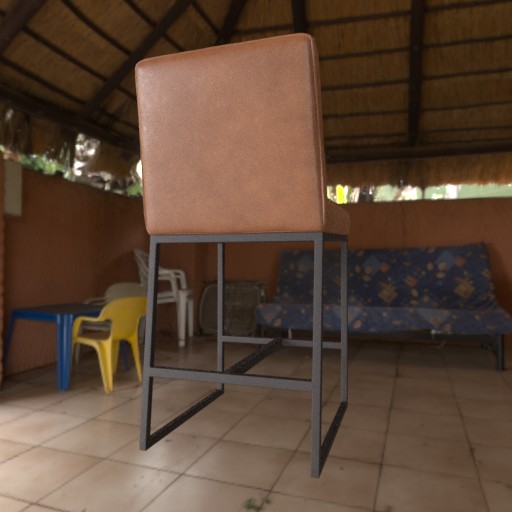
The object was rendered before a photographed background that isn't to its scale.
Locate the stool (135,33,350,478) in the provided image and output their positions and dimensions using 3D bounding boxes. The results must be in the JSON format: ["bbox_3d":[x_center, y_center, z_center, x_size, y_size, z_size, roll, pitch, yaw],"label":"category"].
[{"bbox_3d":[0.000,0.000,1.226,0.458,0.940,0.556,0,-1,19],"label":"stool"}]
